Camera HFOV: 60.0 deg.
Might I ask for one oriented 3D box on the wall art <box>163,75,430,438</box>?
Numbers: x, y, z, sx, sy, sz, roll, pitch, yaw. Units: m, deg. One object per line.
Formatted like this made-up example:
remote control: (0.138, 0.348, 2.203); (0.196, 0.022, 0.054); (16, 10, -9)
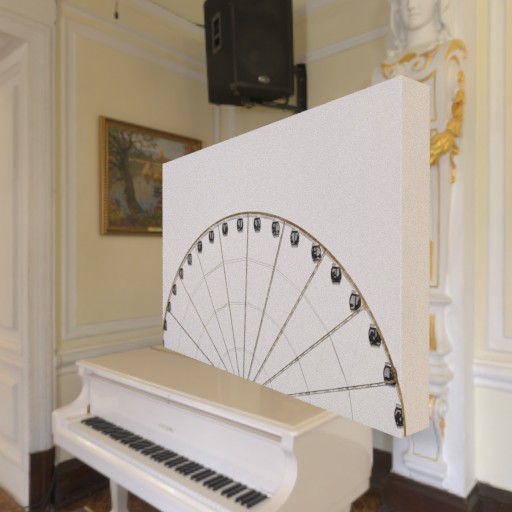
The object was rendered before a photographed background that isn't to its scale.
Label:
wall art: (0.000, 0.000, 0.473); (0.039, 0.254, 0.384); (0, 0, -37)
